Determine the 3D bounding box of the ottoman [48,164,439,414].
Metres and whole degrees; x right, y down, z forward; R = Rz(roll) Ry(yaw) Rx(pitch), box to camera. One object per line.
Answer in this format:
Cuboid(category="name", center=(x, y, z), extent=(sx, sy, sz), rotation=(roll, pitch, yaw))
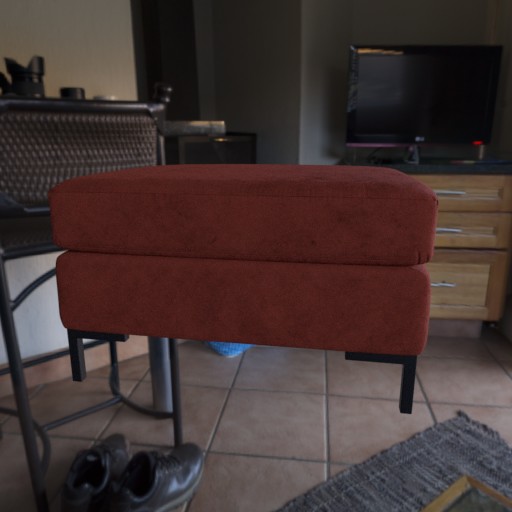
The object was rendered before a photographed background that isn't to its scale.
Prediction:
Cuboid(category="ottoman", center=(0.000, 0.000, 1.173), extent=(0.782, 0.462, 0.650), rotation=(2, 15, 10))
